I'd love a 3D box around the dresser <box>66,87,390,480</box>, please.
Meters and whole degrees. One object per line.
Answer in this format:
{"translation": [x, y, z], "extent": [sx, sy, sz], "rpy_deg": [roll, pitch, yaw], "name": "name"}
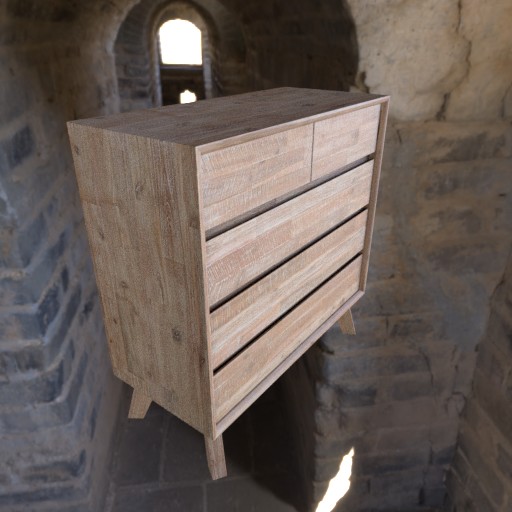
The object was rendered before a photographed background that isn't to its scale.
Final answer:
{"translation": [0.000, 0.000, 1.591], "extent": [0.455, 1.029, 0.998], "rpy_deg": [19, 32, 33], "name": "dresser"}
